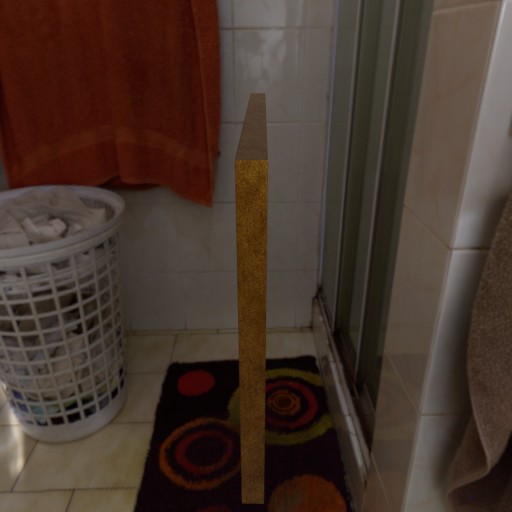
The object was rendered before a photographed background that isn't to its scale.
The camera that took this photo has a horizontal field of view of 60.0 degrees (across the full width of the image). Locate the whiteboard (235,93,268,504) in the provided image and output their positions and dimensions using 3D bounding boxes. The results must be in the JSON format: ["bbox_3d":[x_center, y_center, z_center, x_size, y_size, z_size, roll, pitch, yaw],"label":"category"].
[{"bbox_3d":[0.000,0.000,0.740,0.029,0.457,0.561,0,26,1],"label":"whiteboard"}]
